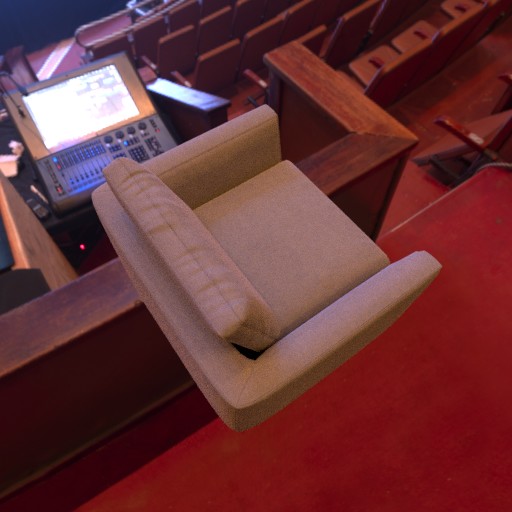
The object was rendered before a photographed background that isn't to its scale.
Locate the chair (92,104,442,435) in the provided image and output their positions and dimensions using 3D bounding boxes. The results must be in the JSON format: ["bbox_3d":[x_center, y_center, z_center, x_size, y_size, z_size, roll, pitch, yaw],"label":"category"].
[{"bbox_3d":[0.000,0.000,1.762,0.889,0.864,1.041,-31,63,-18],"label":"chair"}]
